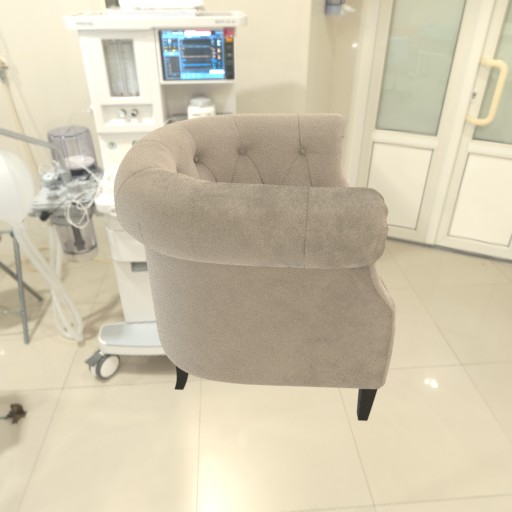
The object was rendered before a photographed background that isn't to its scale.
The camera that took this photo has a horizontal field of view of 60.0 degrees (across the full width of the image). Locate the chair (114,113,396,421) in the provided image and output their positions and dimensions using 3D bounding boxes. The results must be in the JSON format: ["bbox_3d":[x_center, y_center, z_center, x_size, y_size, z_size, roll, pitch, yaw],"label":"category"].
[{"bbox_3d":[0.000,0.000,1.578,0.851,0.826,0.904,1,32,2],"label":"chair"}]
